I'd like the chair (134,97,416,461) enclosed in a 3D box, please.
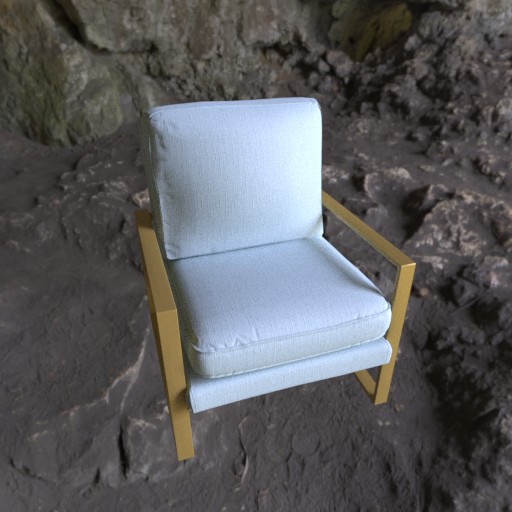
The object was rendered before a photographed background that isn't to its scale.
[{"bbox_3d":[0.000,0.000,1.550,0.758,0.956,0.813,-10,33,-15],"label":"chair"}]
